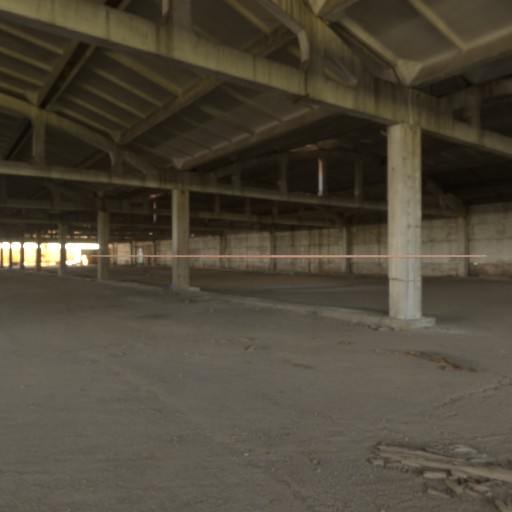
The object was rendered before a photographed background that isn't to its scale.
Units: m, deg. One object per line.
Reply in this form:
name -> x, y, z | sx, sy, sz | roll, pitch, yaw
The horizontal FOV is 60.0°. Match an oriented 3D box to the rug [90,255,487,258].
rug -> 0.000, 0.000, 2.359 | 1.219, 0.008, 1.829 | 0, 0, -36
